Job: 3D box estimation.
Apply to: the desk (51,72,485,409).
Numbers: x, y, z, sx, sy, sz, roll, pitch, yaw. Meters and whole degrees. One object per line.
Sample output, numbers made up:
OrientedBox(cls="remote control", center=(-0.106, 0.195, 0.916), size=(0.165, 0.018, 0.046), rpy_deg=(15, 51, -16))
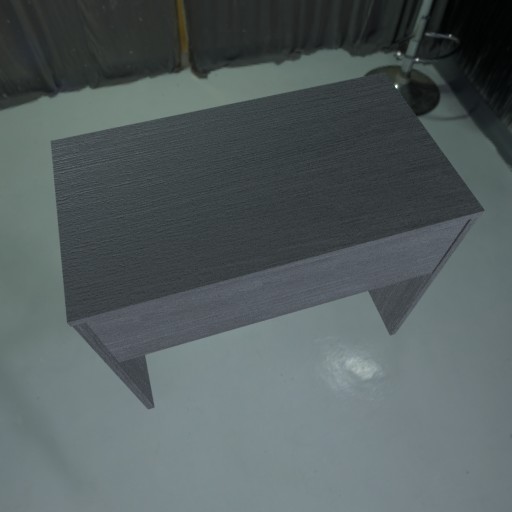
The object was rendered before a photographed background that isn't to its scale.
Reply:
OrientedBox(cls="desk", center=(0.000, 0.000, 1.330), size=(0.893, 0.724, 0.498), rpy_deg=(-15, 60, -9))
